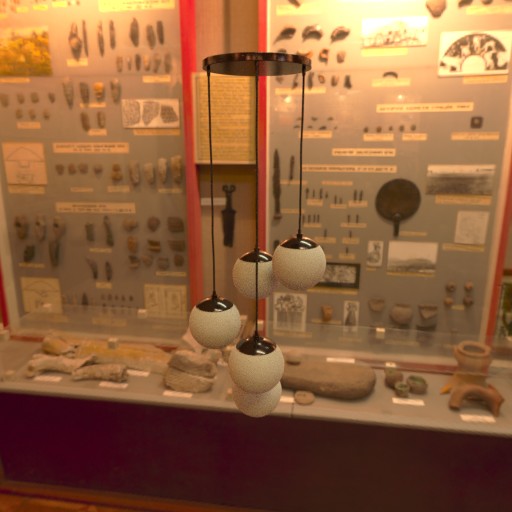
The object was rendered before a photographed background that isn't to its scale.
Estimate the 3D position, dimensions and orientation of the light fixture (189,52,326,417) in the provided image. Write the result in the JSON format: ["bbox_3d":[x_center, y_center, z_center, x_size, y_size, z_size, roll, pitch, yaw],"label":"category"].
[{"bbox_3d":[0.000,0.000,1.565,0.489,1.271,0.484,3,15,10],"label":"light fixture"}]
